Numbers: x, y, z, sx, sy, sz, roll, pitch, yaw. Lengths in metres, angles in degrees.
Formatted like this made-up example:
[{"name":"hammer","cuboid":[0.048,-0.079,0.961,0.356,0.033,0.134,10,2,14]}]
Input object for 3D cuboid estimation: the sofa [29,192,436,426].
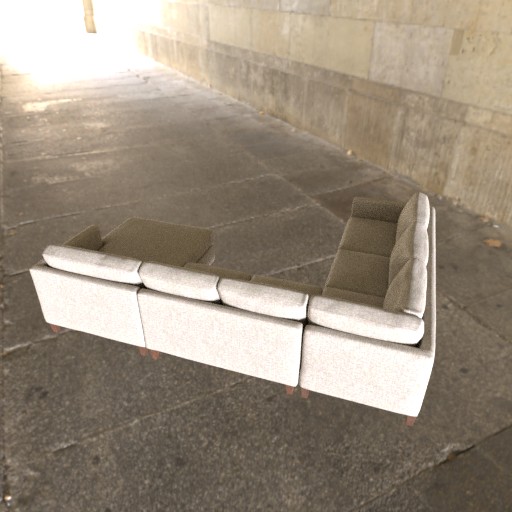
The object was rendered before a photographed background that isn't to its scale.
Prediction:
[{"name":"sofa","cuboid":[0.000,0.000,4.624,3.460,0.959,2.593,10,33,16]}]
